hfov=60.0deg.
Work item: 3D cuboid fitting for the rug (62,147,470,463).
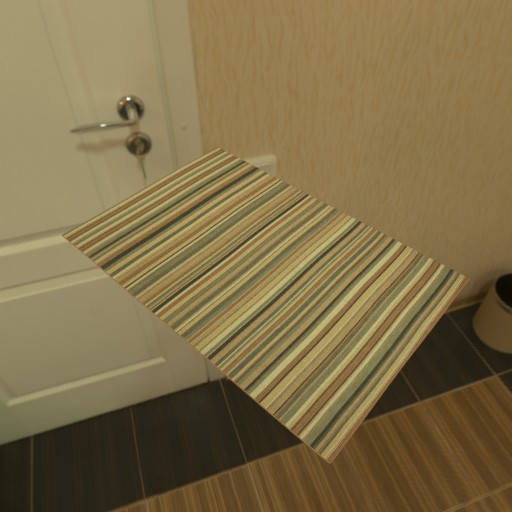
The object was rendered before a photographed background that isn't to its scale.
[{"bbox_3d":[0.000,0.000,2.363,1.829,0.008,1.219,33,54,28],"label":"rug"}]
